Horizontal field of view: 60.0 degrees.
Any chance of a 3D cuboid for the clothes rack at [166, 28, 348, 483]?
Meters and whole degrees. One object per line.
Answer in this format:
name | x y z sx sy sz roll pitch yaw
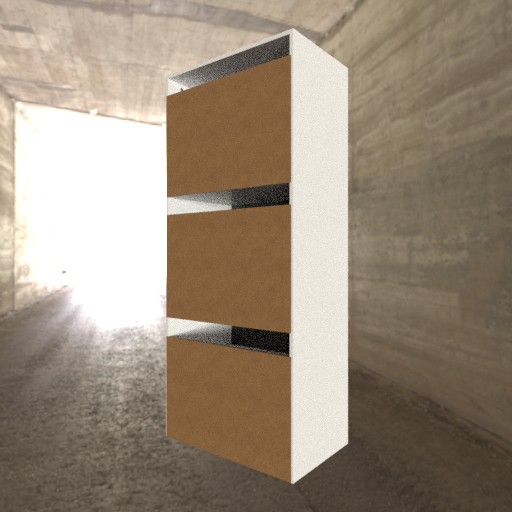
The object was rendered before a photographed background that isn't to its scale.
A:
clothes rack | 0.000 0.000 1.436 0.500 1.187 0.330 0 0 38
